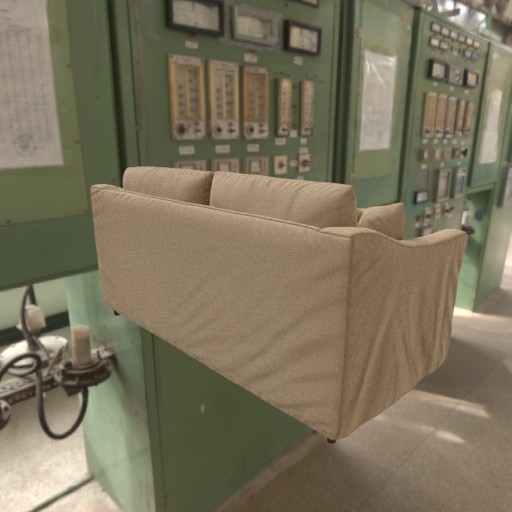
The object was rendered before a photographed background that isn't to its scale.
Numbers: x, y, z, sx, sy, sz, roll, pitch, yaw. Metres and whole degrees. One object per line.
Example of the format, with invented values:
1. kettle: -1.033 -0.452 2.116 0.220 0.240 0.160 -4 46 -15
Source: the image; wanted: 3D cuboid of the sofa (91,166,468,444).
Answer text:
1. sofa: 0.000 0.000 2.599 1.072 1.018 2.010 -15 21 -42
